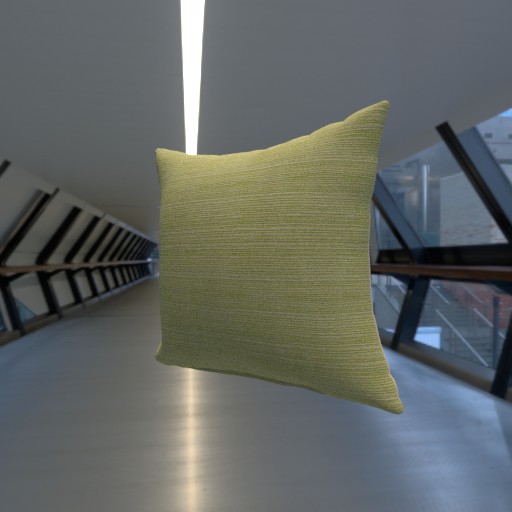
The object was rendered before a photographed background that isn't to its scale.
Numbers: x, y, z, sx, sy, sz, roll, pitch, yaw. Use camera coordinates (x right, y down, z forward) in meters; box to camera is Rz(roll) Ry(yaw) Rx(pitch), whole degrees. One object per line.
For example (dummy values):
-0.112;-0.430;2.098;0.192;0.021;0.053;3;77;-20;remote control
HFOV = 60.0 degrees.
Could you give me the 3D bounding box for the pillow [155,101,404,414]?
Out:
0.000;0.000;0.840;0.560;0.487;0.229;0;1;36;pillow
